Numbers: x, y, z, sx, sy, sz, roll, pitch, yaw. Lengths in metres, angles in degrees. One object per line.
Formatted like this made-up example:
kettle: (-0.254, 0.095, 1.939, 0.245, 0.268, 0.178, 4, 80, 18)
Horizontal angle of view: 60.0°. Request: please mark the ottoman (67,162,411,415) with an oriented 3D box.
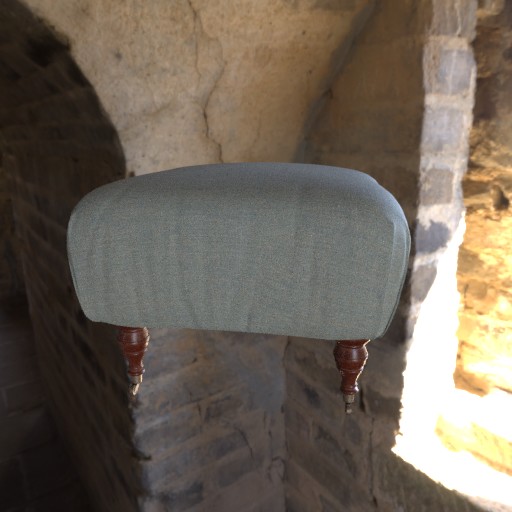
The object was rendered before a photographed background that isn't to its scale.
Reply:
ottoman: (0.000, 0.000, 1.107, 0.622, 0.450, 0.747, 2, 15, 9)
